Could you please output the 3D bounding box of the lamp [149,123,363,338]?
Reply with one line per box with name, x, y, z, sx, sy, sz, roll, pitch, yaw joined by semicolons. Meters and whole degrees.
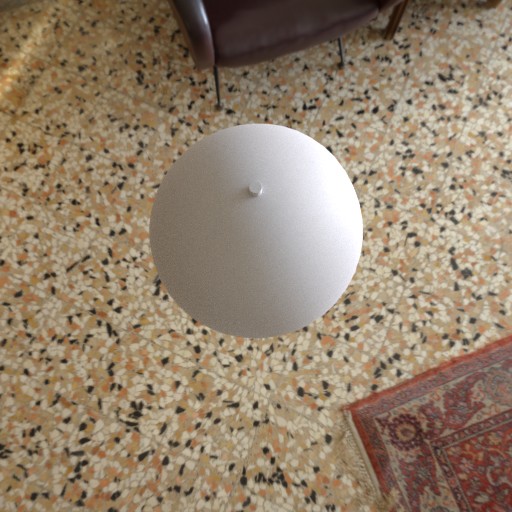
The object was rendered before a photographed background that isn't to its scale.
lamp;0.000;0.000;0.433;0.171;0.330;0.171;0;75;0
